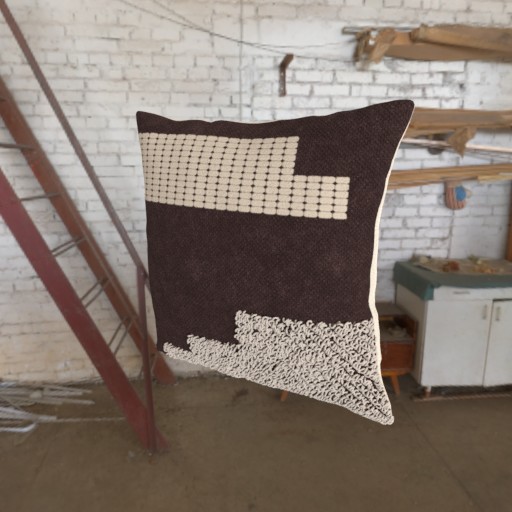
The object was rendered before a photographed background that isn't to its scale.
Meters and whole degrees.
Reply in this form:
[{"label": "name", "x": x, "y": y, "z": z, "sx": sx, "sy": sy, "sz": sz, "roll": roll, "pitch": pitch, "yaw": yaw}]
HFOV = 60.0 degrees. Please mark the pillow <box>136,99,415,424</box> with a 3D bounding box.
[{"label": "pillow", "x": 0.000, "y": 0.000, "z": 0.727, "sx": 0.475, "sy": 0.473, "sz": 0.178, "roll": 7, "pitch": 15, "yaw": 28}]
